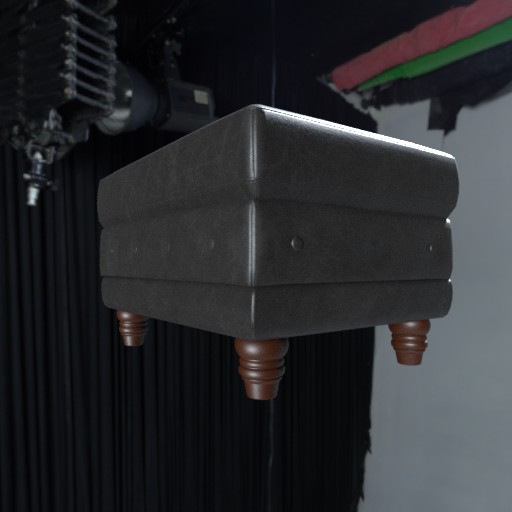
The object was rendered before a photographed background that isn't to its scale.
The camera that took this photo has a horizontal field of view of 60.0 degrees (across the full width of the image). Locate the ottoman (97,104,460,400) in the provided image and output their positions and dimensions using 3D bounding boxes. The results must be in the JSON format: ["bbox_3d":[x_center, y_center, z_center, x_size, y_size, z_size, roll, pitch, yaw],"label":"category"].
[{"bbox_3d":[0.000,0.000,1.147,0.590,0.498,0.795,1,-1,-36],"label":"ottoman"}]
